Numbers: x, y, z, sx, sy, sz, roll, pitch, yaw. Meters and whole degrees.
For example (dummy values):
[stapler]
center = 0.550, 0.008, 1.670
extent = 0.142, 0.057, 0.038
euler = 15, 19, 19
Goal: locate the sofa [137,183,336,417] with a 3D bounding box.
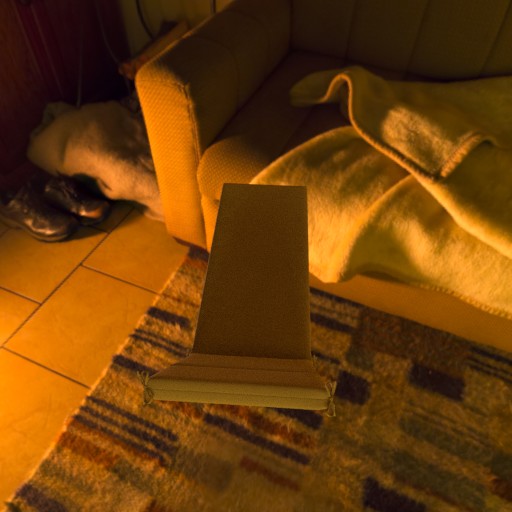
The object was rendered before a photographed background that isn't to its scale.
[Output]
[sofa]
center = 0.000, 0.000, 1.972
extent = 0.582, 0.622, 1.663
euler = 3, 47, 3
